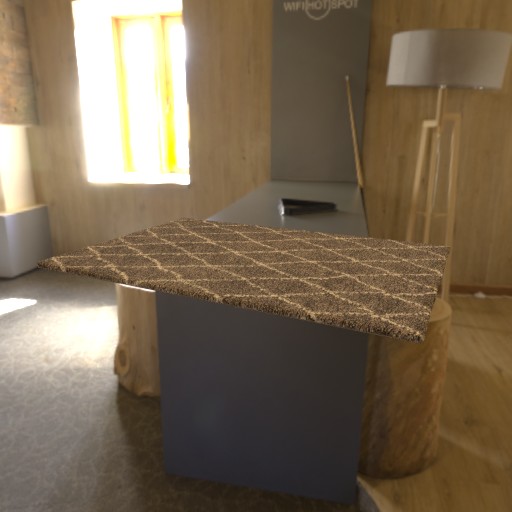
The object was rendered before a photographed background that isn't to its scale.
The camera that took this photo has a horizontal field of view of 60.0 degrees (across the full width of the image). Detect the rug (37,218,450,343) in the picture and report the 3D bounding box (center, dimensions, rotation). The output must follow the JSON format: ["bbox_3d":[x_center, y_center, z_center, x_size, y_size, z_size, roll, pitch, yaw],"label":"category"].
[{"bbox_3d":[0.000,0.000,2.288,1.778,0.030,1.219,8,18,25],"label":"rug"}]
